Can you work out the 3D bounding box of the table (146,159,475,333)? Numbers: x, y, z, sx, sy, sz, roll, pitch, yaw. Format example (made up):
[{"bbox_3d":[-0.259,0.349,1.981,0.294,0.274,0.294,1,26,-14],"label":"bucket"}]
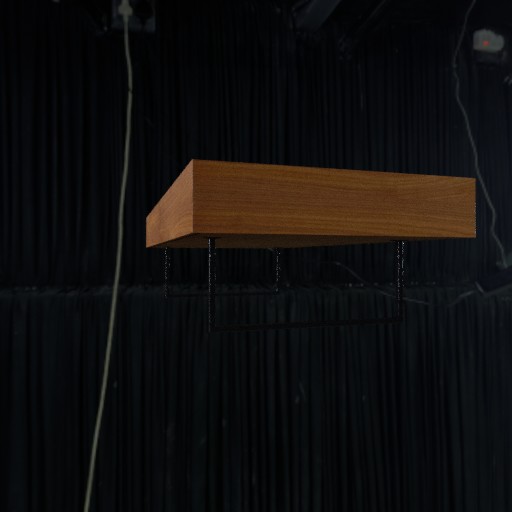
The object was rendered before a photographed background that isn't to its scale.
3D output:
[{"bbox_3d":[0.000,0.000,1.428,0.610,0.330,1.194,0,0,-18],"label":"table"}]
